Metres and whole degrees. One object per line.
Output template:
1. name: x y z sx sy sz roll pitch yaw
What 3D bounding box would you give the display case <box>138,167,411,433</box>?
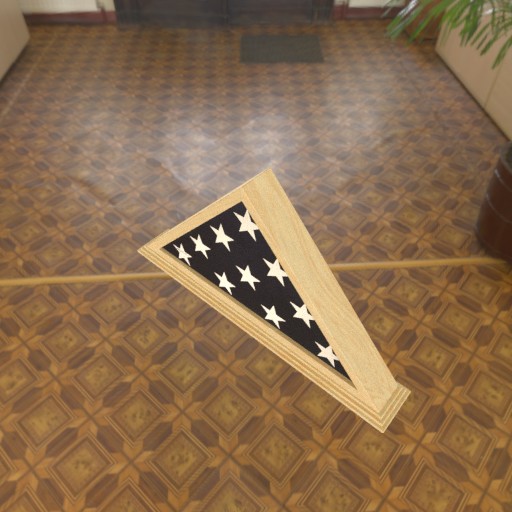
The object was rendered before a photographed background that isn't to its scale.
1. display case: 0.000 0.000 0.781 0.640 0.340 0.095 32 55 27
